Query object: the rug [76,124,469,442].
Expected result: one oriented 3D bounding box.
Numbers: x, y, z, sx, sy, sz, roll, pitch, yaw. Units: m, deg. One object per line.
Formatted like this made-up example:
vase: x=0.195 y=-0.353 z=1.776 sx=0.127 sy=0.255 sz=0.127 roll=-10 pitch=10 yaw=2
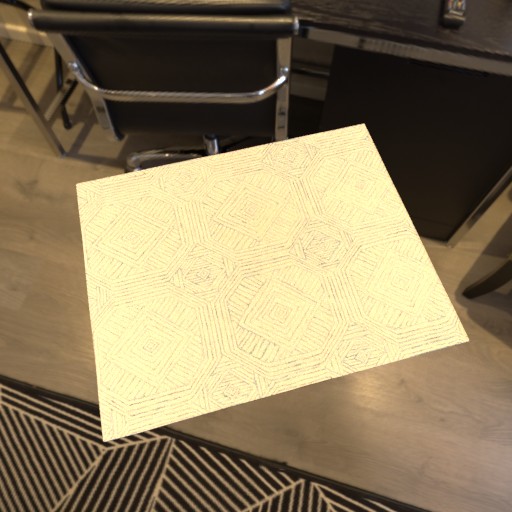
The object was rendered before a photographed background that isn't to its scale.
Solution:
rug: x=0.000 y=0.000 z=4.056 sx=3.049 sy=0.015 sz=2.457 roll=-13 pitch=65 yaw=-6
